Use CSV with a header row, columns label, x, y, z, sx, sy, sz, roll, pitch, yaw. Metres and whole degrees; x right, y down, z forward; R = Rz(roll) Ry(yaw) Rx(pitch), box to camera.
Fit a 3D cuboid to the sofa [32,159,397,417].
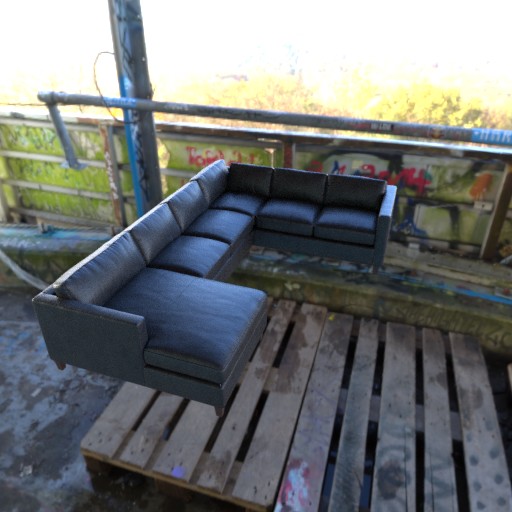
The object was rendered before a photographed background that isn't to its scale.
label,x,y,z,sx,sy,sz,roll,pitch,yaw
sofa,0.000,0.000,4.493,2.452,0.891,3.324,10,32,17
